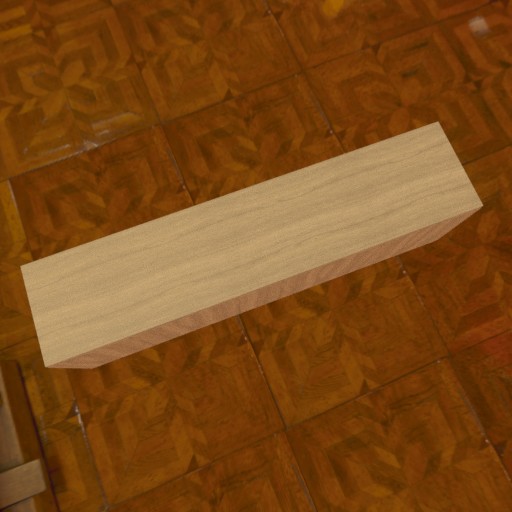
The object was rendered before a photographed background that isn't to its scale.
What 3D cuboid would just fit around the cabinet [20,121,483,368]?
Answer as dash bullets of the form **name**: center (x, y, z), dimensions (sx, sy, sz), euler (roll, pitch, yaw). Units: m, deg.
- **cabinet**: center (0.000, 0.000, 2.511), dimensions (2.198, 0.779, 0.499), euler (-20, 76, -5)
